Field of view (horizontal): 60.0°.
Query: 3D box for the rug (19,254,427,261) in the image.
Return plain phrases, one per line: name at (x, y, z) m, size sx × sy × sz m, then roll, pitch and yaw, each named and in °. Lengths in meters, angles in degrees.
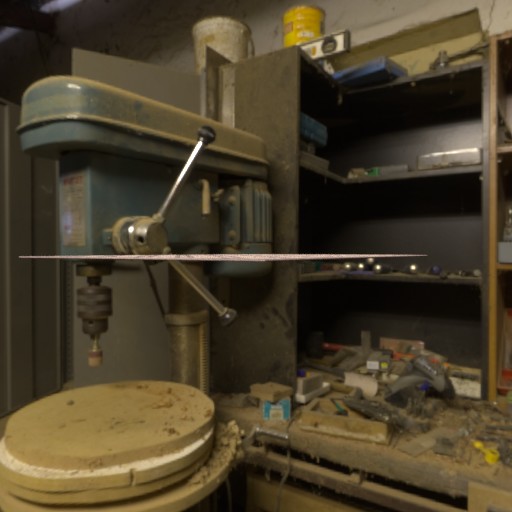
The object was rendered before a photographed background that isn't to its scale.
rug at (0.000, 0.000, 4.252) m, size 2.382 × 0.018 × 3.294 m, roll 0°, pitch 1°, yaw 34°
